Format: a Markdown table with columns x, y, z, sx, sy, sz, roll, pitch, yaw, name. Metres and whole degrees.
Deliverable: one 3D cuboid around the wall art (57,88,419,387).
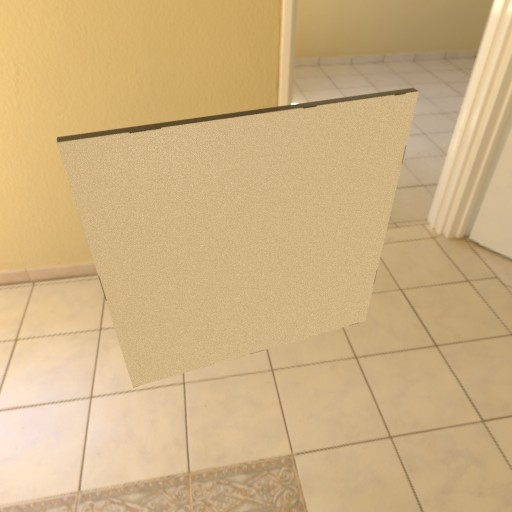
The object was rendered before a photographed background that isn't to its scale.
| x | y | z | sx | sy | sz | roll | pitch | yaw | name |
| --- | --- | --- | --- | --- | --- | --- | --- | --- | --- |
| 0.000 | 0.000 | 0.667 | 0.446 | 0.445 | 0.014 | -13 | 42 | -15 | wall art |
